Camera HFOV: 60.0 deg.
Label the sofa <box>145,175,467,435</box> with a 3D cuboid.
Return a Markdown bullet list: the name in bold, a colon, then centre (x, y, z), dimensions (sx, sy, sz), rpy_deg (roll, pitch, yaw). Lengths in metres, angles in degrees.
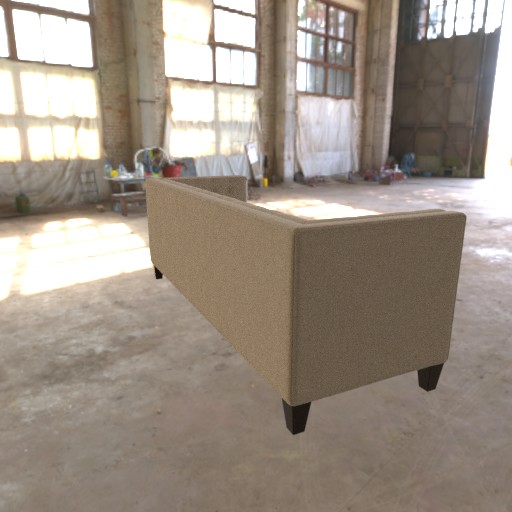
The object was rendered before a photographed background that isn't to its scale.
- **sofa**: centre (0.000, 0.000, 2.571), dimensions (0.775, 0.762, 2.159), rpy_deg (-7, 16, -25)
